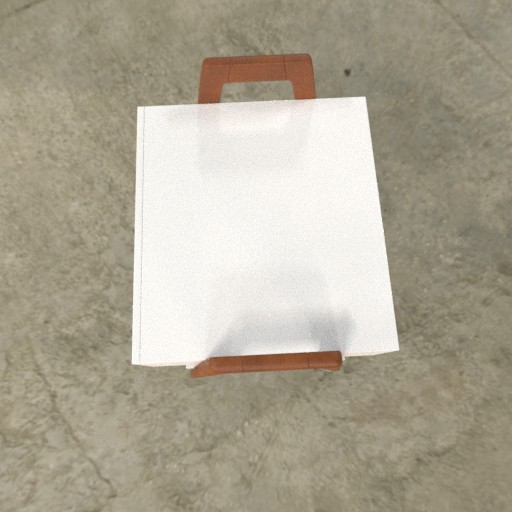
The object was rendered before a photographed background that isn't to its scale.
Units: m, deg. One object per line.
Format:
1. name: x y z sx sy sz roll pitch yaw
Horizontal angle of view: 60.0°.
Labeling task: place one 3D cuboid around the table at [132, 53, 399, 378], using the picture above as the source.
1. table: 0.000 0.000 0.890 0.405 0.610 0.457 -3 75 -1
